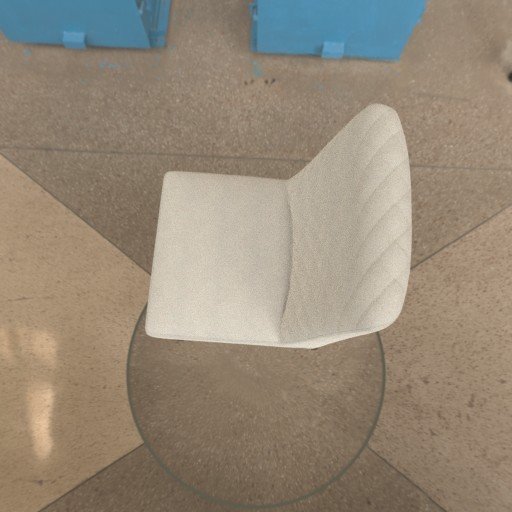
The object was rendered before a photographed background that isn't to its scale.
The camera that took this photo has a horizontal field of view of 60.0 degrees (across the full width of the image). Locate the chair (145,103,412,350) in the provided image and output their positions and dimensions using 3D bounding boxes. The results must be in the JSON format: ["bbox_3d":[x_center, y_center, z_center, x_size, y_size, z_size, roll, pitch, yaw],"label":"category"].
[{"bbox_3d":[0.000,0.000,1.289,0.597,0.933,0.503,4,76,1],"label":"chair"}]
